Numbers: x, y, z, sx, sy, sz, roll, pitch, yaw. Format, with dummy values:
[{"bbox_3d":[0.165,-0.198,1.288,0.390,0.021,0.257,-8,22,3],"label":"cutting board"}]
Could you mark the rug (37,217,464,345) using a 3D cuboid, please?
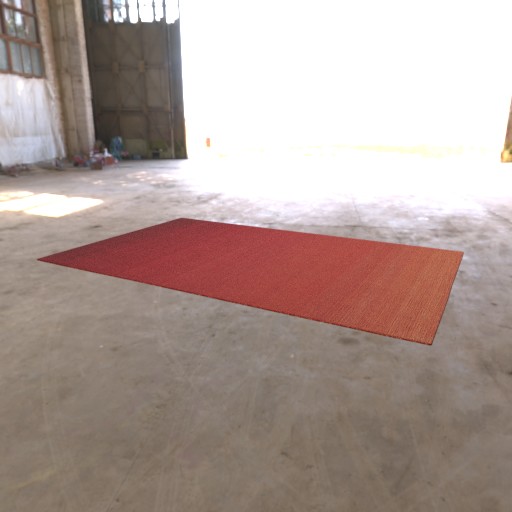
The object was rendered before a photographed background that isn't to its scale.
[{"bbox_3d":[0.000,0.000,2.978,2.442,0.010,1.531,9,19,27],"label":"rug"}]
